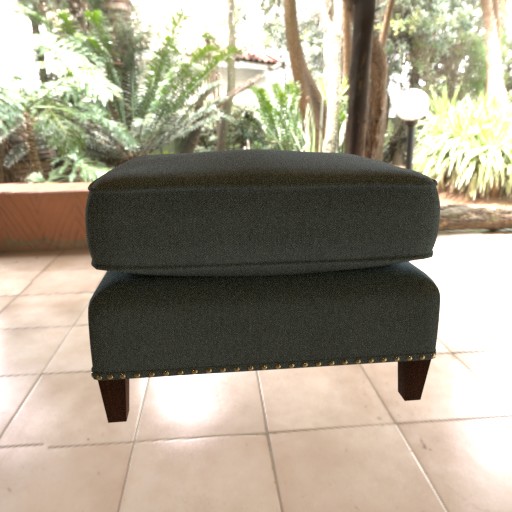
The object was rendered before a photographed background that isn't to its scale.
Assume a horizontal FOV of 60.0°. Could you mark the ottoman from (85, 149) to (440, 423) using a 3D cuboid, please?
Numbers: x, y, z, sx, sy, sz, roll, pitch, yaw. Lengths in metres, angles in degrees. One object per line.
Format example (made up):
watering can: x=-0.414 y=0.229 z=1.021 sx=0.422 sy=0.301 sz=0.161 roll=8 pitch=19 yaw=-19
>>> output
ottoman: x=0.000 y=0.000 z=1.149 sx=0.738 sy=0.537 sz=0.589 roll=-2 pitch=18 yaw=-6
